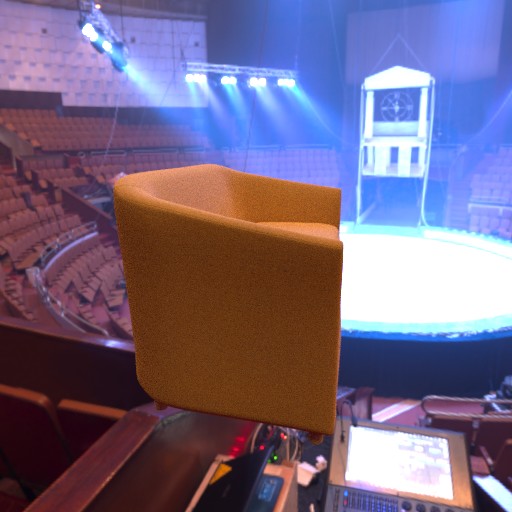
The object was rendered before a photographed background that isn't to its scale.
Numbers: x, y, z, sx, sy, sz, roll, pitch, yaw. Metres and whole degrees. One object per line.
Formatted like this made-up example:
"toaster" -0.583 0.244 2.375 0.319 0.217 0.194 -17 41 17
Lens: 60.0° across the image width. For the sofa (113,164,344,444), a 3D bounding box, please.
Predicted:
"sofa" 0.000 0.000 1.851 0.705 0.721 1.452 2 14 10
